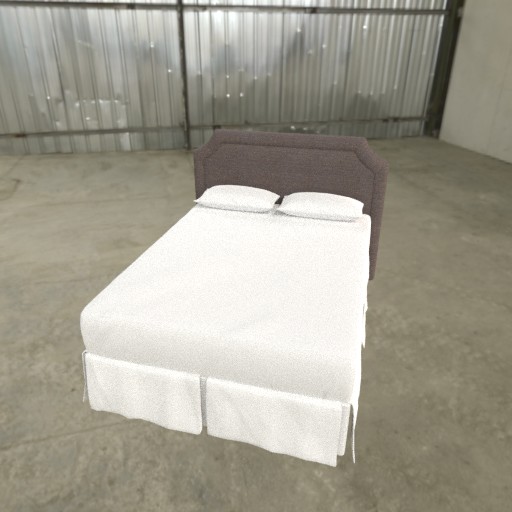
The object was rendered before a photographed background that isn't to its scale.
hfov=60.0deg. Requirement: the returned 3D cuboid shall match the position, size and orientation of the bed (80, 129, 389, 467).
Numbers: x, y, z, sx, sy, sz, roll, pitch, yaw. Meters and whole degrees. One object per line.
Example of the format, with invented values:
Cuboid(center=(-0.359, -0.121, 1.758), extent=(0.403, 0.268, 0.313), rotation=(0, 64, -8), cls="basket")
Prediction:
Cuboid(center=(0.000, 0.000, 3.098), extent=(1.693, 1.290, 2.116), rotation=(7, 28, 13), cls="bed")
